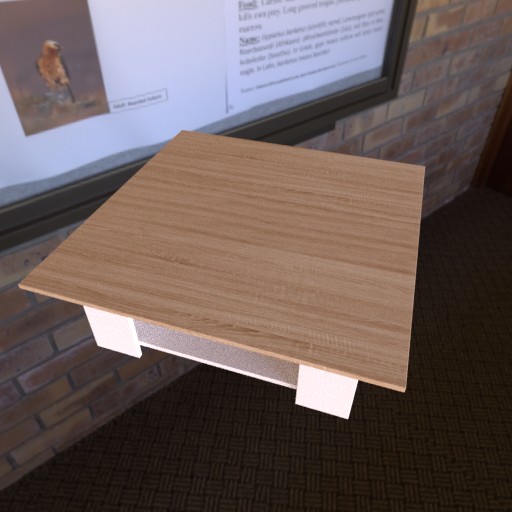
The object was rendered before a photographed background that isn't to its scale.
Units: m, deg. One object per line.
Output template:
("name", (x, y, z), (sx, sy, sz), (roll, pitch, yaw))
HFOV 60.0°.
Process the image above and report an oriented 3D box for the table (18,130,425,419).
("table", (0.000, 0.000, 1.360), (0.890, 0.305, 0.890), (12, 42, 14))
